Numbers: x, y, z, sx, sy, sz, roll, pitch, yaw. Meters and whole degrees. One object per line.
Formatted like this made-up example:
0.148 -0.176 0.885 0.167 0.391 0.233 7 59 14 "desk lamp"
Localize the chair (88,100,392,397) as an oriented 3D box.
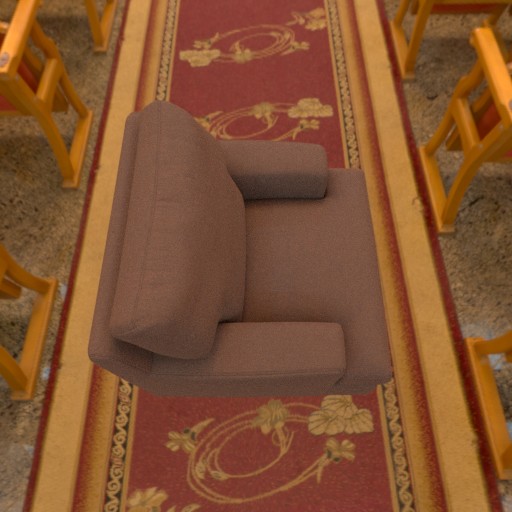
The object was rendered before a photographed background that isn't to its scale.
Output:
0.000 0.000 2.003 1.143 0.940 1.168 0 64 0 "chair"
